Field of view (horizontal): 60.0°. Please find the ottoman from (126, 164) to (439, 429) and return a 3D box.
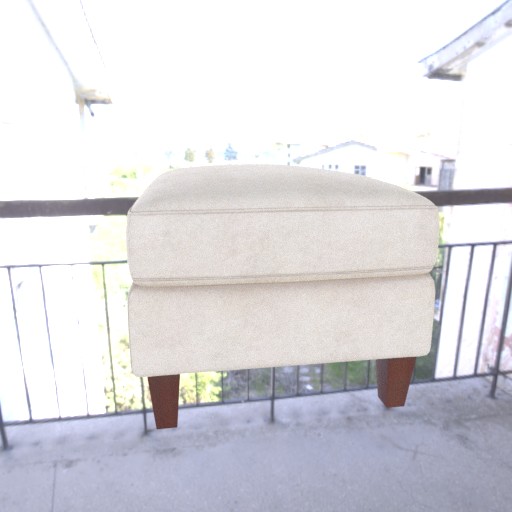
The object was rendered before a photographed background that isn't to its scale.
[{"bbox_3d":[0.000,0.000,1.202,0.584,0.483,0.864,-2,14,-9],"label":"ottoman"}]
